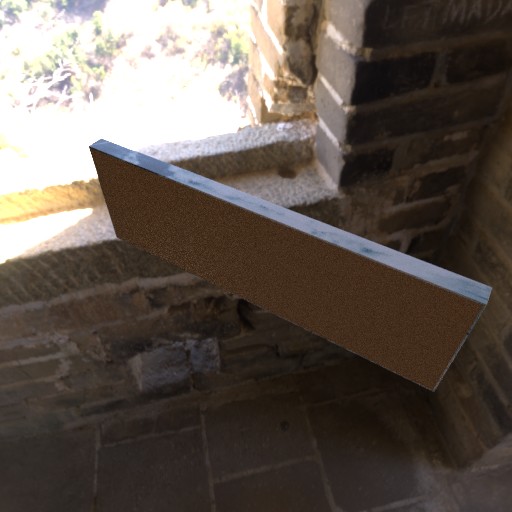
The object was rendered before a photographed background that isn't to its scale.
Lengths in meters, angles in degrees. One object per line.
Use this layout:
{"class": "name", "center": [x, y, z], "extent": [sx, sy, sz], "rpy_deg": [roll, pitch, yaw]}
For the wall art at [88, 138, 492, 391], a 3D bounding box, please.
{"class": "wall art", "center": [0.000, 0.000, 0.842], "extent": [0.759, 0.251, 0.037], "rpy_deg": [24, 51, 21]}
